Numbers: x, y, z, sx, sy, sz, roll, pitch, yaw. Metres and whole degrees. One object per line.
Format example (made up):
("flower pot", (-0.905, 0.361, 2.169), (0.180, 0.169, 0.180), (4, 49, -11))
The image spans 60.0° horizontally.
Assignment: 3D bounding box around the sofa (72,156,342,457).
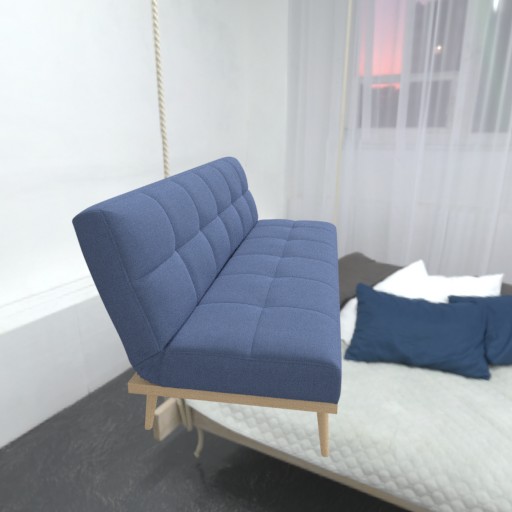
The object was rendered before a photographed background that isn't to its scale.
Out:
("sofa", (0.000, 0.000, 2.139), (0.796, 0.800, 1.800), (3, 18, 9))
